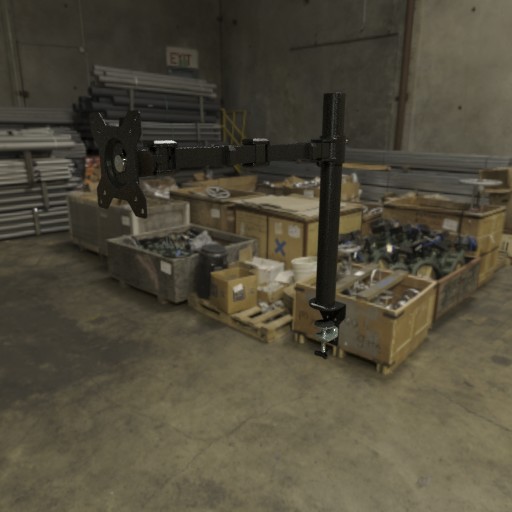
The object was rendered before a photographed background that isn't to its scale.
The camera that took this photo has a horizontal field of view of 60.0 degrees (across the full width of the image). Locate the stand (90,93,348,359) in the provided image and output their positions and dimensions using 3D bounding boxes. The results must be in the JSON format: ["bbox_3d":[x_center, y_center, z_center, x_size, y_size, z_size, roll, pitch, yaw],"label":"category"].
[{"bbox_3d":[0.000,0.000,0.711,0.456,0.510,0.115,-15,22,-43],"label":"stand"}]
